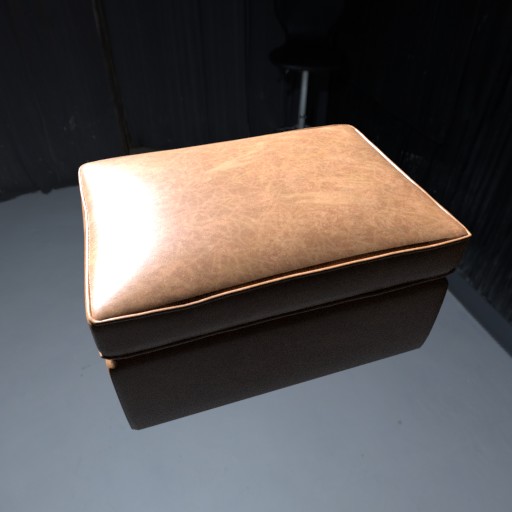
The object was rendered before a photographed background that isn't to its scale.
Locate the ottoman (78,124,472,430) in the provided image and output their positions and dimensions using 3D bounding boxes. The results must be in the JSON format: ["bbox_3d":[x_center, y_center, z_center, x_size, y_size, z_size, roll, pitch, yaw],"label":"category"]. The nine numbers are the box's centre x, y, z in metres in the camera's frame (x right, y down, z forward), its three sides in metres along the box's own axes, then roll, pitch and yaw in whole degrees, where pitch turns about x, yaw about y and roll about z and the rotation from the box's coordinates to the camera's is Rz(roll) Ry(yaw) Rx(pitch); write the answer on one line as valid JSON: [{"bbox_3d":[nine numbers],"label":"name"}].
[{"bbox_3d":[0.000,0.000,1.101,0.756,0.468,0.554,-12,43,-13],"label":"ottoman"}]
